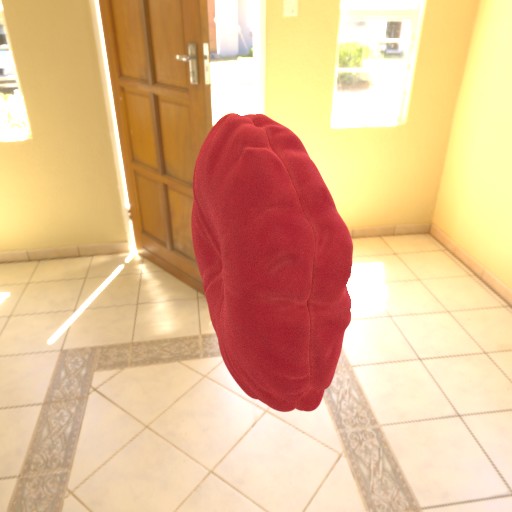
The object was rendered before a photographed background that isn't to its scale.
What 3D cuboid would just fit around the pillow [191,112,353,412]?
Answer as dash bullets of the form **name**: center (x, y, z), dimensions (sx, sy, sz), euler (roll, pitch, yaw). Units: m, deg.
- **pillow**: center (0.000, 0.000, 0.658), dimensions (0.148, 0.407, 0.428), euler (-9, 30, -16)
